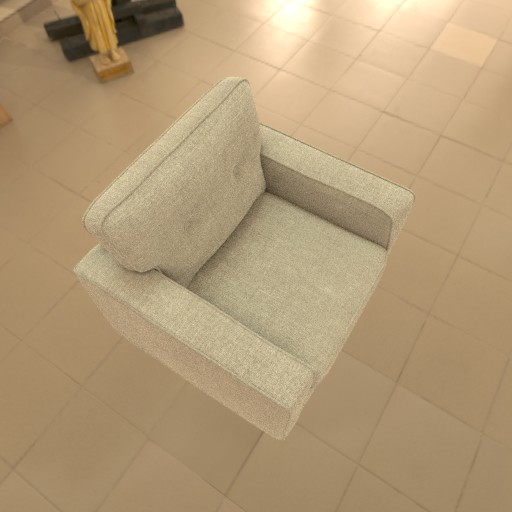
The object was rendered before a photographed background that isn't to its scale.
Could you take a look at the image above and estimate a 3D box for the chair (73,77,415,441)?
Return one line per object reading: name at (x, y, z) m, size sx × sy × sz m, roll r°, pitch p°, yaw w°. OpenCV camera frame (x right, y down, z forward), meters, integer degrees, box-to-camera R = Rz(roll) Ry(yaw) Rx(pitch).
chair at (0.000, 0.000, 1.800) m, size 0.939 × 0.965 × 1.015 m, roll 29°, pitch 63°, yaw 16°
